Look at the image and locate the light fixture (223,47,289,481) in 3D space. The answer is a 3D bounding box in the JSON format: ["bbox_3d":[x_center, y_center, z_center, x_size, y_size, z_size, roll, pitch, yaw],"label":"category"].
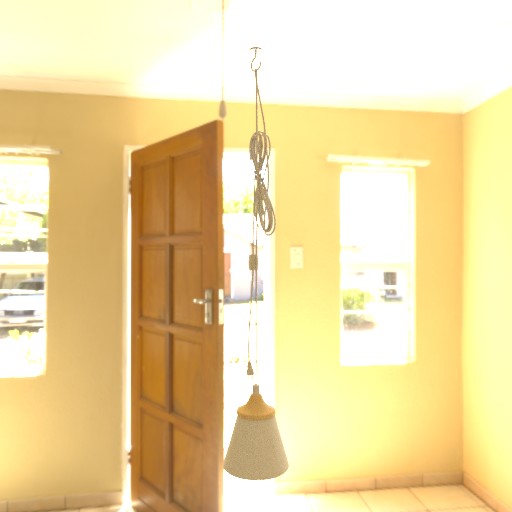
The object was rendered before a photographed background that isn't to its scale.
[{"bbox_3d":[0.000,0.000,1.033,0.153,0.966,0.153,0,-1,-17],"label":"light fixture"}]
